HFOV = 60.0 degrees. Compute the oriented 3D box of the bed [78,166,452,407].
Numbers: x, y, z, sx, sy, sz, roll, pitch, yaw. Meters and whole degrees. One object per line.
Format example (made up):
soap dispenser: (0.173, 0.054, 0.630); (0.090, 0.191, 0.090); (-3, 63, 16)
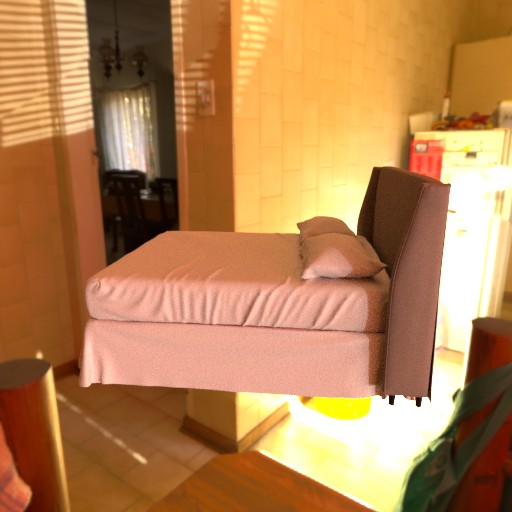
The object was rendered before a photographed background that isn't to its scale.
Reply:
bed: (0.000, 0.000, 3.463); (2.276, 1.332, 1.925); (2, 14, 7)
